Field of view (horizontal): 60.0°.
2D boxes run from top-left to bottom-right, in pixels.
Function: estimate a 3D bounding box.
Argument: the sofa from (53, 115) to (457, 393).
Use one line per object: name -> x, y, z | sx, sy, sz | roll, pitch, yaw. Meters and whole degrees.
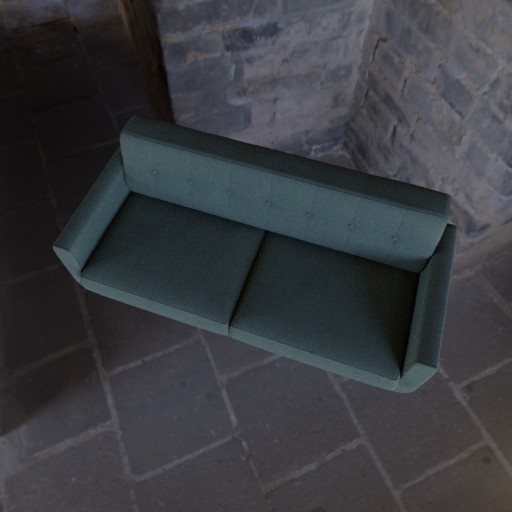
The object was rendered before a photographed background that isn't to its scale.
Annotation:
sofa -> 0.000, 0.000, 2.503 | 2.029, 0.841, 0.909 | 17, 61, 10
